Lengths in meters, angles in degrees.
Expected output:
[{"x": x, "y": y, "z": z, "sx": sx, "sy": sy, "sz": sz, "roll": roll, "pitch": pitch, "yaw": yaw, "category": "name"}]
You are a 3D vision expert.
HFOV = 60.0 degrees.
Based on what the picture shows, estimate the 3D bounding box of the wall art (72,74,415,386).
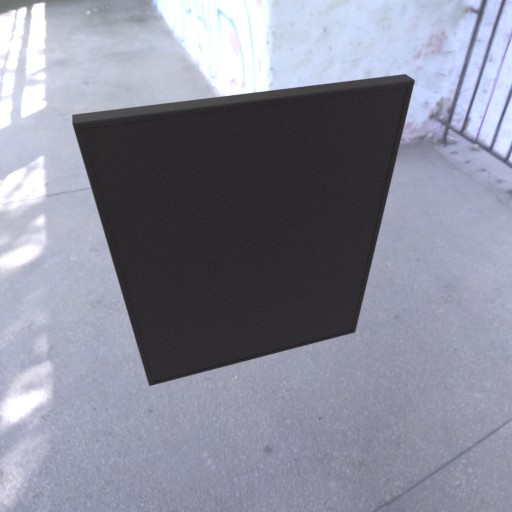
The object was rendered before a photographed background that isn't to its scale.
[{"x": 0.000, "y": 0.000, "z": 0.753, "sx": 0.451, "sy": 0.551, "sz": 0.028, "roll": -12, "pitch": 43, "yaw": -13, "category": "wall art"}]
